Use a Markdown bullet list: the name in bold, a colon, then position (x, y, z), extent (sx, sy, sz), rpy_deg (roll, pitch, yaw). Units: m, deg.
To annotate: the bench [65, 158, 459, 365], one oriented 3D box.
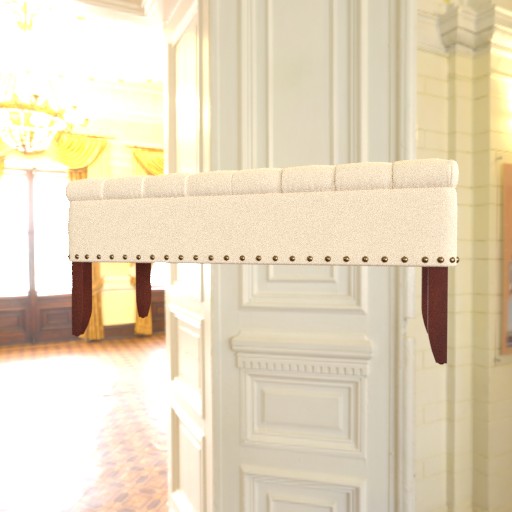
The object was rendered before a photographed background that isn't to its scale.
- **bench**: position (0.000, 0.000, 1.301), extent (1.054, 0.470, 0.400), rpy_deg (0, 1, 18)
